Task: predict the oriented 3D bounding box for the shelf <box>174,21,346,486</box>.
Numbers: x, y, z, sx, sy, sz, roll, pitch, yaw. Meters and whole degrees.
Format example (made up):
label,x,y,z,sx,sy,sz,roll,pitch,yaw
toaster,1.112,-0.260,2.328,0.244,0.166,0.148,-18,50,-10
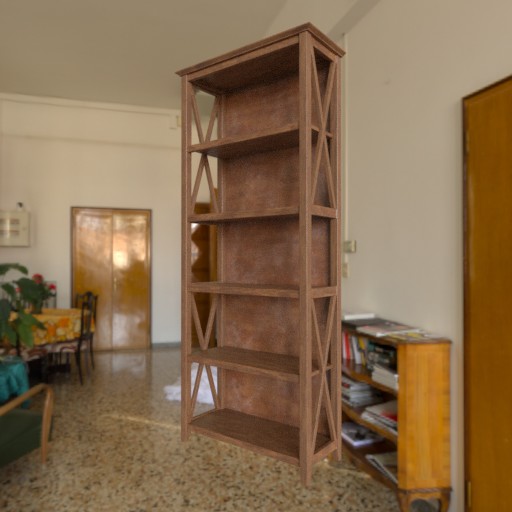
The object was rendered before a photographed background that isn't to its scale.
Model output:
label,x,y,z,sx,sy,sz,roll,pitch,yaw
shelf,0.000,0.000,2.174,0.805,1.905,0.335,0,-1,37
